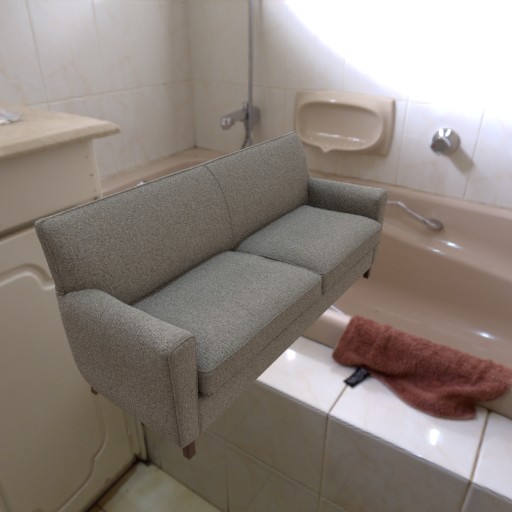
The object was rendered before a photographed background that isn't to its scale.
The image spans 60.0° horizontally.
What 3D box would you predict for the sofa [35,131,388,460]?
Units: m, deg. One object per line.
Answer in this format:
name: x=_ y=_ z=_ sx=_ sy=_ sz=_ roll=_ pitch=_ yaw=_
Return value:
sofa: x=0.000 y=0.000 z=2.511 sx=0.854 sy=0.942 sz=2.026 roll=19 pitch=34 yaw=31
